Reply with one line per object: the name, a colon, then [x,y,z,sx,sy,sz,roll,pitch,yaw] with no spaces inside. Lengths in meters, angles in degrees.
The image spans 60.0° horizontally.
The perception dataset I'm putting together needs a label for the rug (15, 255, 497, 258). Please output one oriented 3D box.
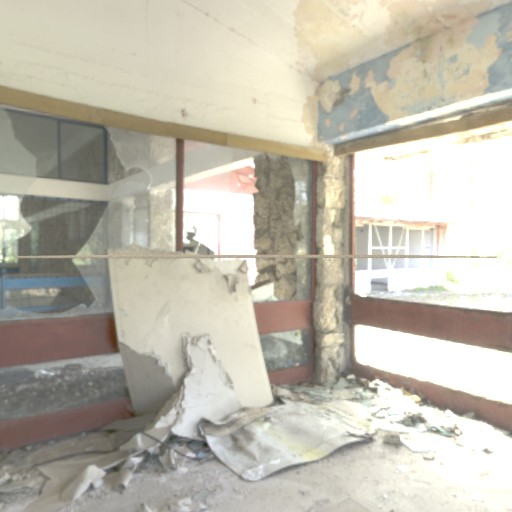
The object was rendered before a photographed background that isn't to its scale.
rug: [0.000,0.000,2.285,1.828,0.007,1.220,0,0,0]
